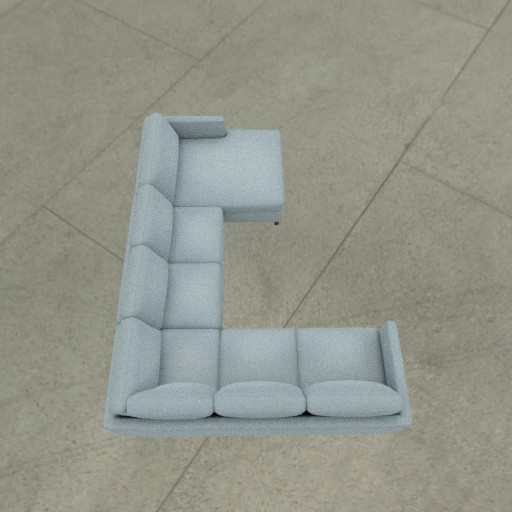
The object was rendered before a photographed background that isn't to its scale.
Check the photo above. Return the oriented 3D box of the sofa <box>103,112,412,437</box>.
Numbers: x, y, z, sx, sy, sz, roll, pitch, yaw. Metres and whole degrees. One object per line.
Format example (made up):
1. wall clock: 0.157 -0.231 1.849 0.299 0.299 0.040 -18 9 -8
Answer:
1. sofa: 0.000 0.000 4.556 2.551 0.889 3.403 -1 63 0
